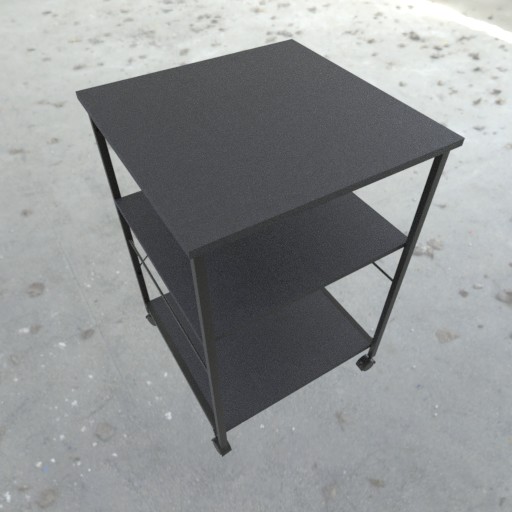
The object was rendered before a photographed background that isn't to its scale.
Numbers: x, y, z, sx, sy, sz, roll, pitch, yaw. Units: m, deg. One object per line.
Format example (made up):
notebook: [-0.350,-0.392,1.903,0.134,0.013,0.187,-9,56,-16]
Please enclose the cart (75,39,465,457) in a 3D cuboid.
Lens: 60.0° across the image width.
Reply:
cart: [0.000,0.000,1.092,0.521,0.762,0.520,-24,51,-21]
